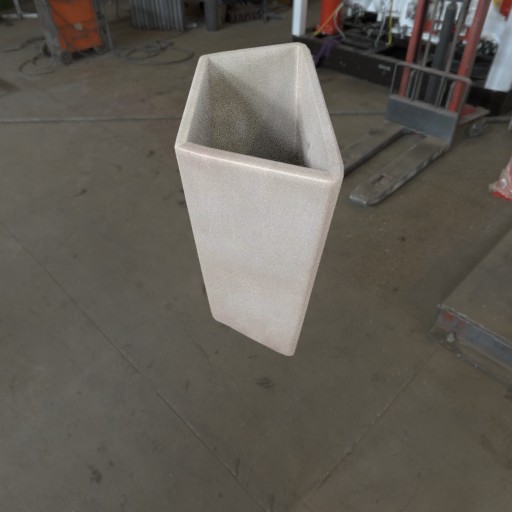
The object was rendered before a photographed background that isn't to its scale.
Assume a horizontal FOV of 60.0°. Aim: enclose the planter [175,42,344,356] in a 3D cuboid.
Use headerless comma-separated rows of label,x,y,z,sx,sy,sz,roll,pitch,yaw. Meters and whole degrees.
planter,0.000,0.000,0.265,0.060,0.197,0.150,0,42,0
